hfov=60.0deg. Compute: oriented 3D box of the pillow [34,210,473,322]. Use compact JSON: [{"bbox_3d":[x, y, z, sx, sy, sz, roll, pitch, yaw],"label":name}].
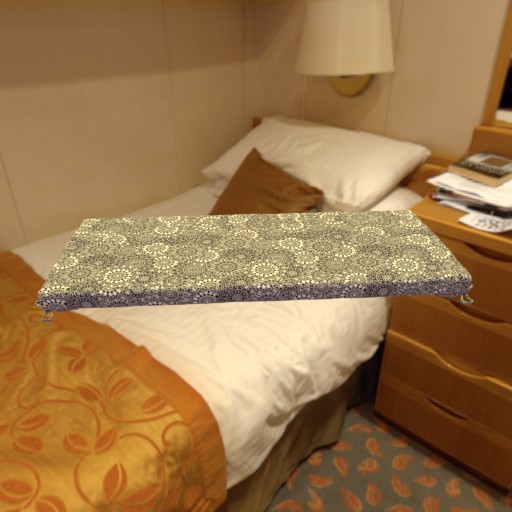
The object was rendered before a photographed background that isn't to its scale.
[{"bbox_3d":[0.000,0.000,1.343,1.187,0.081,0.492,-2,29,-3],"label":"pillow"}]
